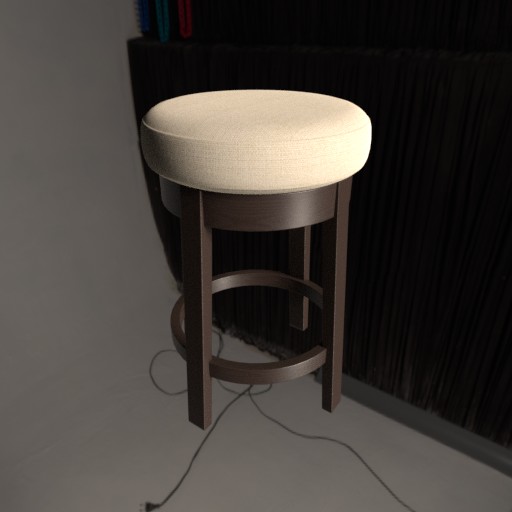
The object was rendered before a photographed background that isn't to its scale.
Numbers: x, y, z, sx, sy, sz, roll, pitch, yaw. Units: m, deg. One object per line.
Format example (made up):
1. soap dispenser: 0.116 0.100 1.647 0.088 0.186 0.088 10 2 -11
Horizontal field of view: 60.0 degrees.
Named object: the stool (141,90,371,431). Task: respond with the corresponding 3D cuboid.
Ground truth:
1. stool: 0.000 0.000 0.974 0.449 0.655 0.449 0 28 0
